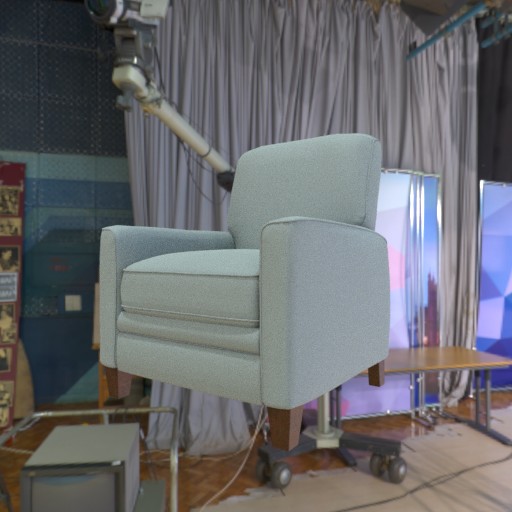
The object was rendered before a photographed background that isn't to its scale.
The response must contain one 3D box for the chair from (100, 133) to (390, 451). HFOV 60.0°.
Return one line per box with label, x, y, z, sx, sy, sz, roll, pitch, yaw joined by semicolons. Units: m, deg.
chair;0.000;0.000;1.676;0.853;1.007;0.846;1;1;36
